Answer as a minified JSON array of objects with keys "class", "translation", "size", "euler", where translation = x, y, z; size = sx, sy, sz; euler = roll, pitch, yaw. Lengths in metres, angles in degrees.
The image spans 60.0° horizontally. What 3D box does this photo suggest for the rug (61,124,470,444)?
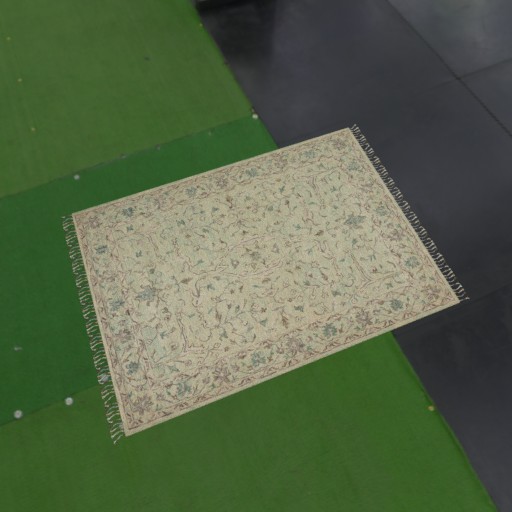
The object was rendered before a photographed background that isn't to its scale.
[{"class":"rug","translation":[0.000,0.000,2.305],"size":[1.802,0.008,1.247],"euler":[-19,65,-10]}]
